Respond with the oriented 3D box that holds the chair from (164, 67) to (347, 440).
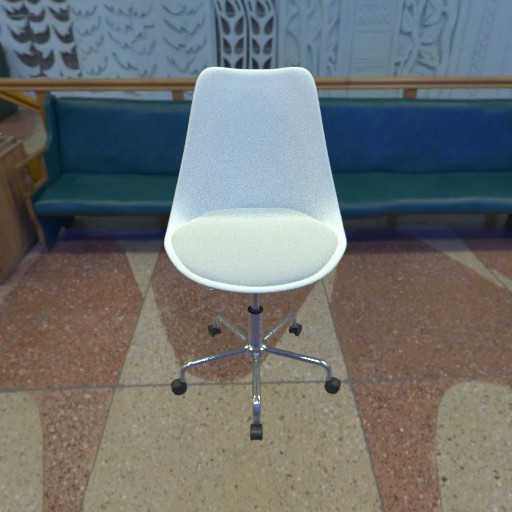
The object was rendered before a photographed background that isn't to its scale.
[{"bbox_3d":[0.000,0.000,1.263,0.550,0.930,0.550,0,31,0],"label":"chair"}]
